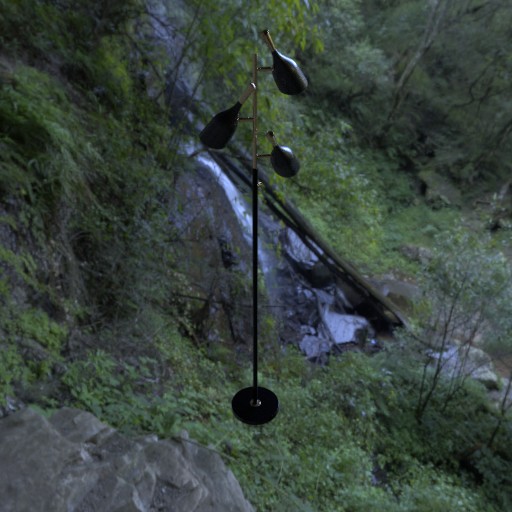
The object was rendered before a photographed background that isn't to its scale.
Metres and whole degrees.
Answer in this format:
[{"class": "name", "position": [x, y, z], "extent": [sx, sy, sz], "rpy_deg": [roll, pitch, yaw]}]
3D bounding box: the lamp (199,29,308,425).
[{"class": "lamp", "position": [0.000, 0.000, 1.956], "extent": [0.434, 1.778, 0.253], "rpy_deg": [-8, 27, -15]}]
